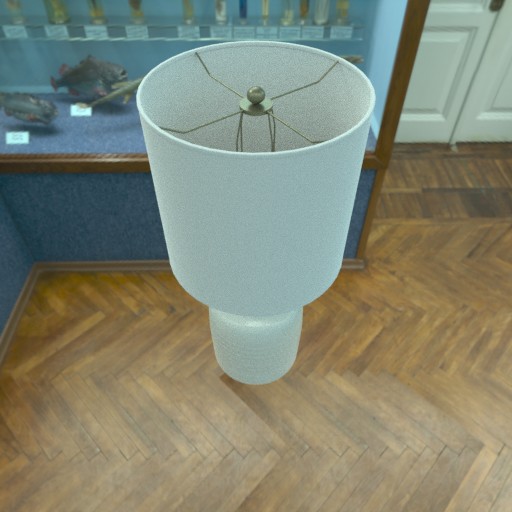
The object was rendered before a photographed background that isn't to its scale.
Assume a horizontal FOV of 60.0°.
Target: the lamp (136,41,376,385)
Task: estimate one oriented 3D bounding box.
[{"bbox_3d":[0.000,0.000,0.496,0.188,0.392,0.188,1,47,1],"label":"lamp"}]
